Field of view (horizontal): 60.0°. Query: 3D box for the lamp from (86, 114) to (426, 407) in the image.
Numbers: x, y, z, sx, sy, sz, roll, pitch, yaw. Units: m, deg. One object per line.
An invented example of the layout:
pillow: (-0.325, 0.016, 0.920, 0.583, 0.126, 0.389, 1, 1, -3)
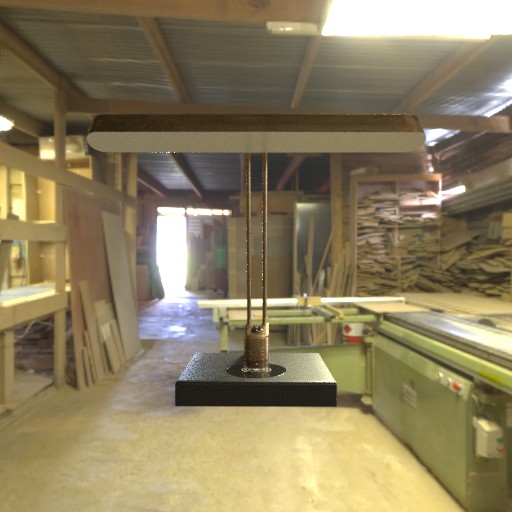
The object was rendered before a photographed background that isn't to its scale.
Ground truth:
lamp: (0.000, 0.000, 0.585, 0.412, 0.345, 0.156, 0, 0, 1)
